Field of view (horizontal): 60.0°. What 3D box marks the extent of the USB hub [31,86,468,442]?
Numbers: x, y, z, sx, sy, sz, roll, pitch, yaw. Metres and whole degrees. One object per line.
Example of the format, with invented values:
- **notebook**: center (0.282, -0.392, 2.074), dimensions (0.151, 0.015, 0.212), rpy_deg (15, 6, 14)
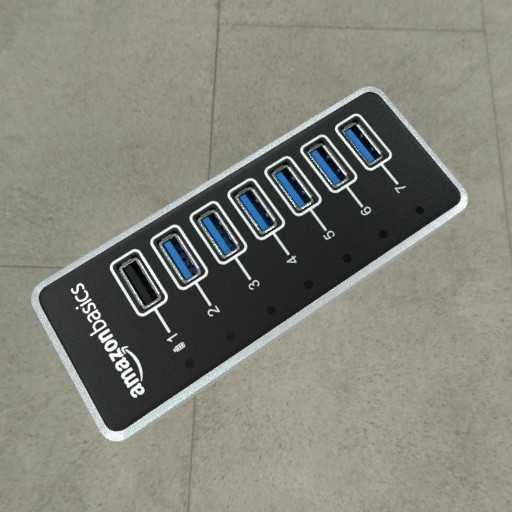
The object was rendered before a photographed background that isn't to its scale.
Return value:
- **USB hub**: center (0.000, 0.000, 0.124), dimensions (0.110, 0.023, 0.044), rpy_deg (-33, 78, -8)
